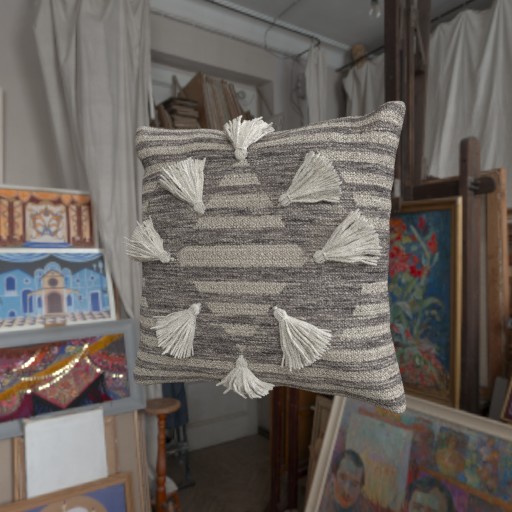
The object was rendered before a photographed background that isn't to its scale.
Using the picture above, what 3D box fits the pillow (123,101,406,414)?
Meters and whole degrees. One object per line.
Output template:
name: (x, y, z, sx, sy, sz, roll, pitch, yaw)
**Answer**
pillow: (0.000, 0.000, 0.755, 0.484, 0.490, 0.234, 0, 0, 18)
